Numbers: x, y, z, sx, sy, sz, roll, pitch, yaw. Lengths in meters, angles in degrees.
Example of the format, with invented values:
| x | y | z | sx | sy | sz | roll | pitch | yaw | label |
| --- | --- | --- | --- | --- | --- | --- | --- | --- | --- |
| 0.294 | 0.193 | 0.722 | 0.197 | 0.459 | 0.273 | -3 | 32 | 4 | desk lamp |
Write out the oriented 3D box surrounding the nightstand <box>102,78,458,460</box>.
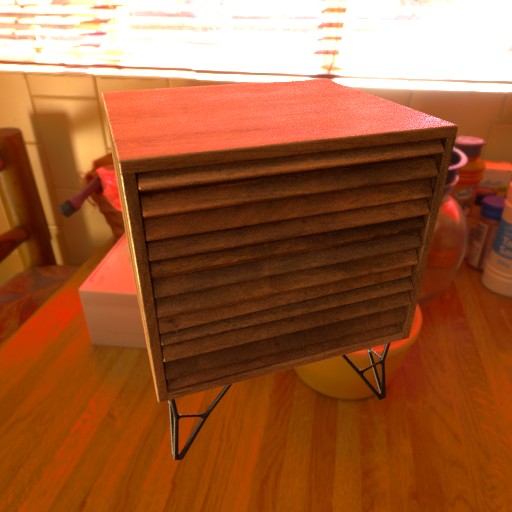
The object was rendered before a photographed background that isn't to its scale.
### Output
| x | y | z | sx | sy | sz | roll | pitch | yaw | label |
| --- | --- | --- | --- | --- | --- | --- | --- | --- | --- |
| 0.000 | 0.000 | 0.854 | 0.457 | 0.559 | 0.406 | -10 | 32 | -16 | nightstand |
